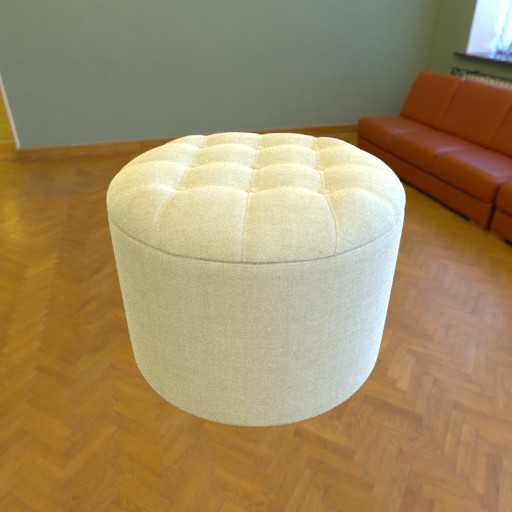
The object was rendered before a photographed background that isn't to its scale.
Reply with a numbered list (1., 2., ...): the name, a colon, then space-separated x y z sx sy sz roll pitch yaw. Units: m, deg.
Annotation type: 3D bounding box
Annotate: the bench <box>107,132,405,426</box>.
1. bench: 0.000 0.000 1.004 0.600 0.453 0.600 0 30 0
